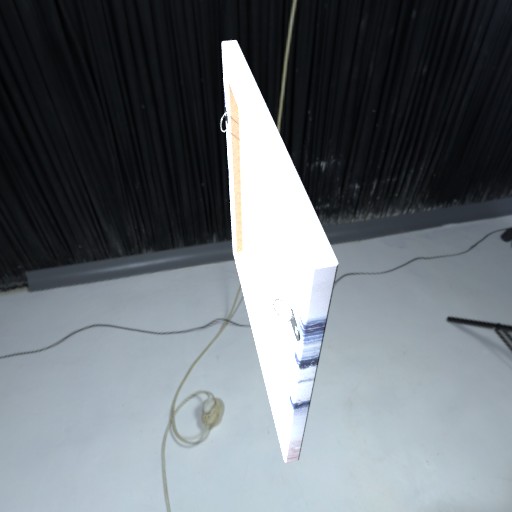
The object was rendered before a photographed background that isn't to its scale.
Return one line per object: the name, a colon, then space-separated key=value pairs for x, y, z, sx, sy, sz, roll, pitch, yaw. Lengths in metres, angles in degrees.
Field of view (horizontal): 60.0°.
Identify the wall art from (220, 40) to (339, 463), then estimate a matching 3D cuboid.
wall art: x=0.000 y=0.000 z=1.101 sx=0.065 sy=0.747 sz=0.755 roll=-9 pitch=48 yaw=-8
